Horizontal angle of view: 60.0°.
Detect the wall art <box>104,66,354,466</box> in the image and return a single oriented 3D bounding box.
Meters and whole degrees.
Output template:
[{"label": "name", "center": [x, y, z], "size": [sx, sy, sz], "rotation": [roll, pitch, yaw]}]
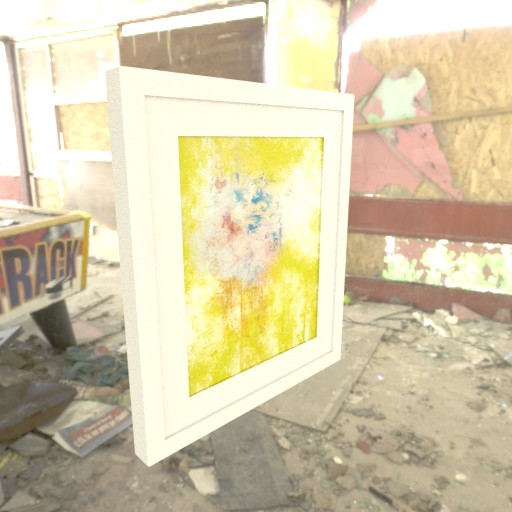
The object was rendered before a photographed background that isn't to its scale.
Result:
[{"label": "wall art", "center": [0.000, 0.000, 0.524], "size": [0.331, 0.381, 0.028], "rotation": [-14, 20, -42]}]
